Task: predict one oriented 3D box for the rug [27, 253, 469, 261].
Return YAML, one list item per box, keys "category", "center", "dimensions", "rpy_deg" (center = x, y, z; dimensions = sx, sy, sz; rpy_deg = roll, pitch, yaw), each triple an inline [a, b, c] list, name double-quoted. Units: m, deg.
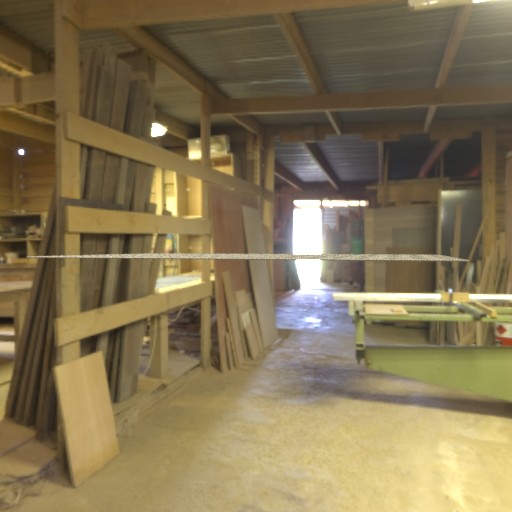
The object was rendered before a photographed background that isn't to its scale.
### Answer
- category: "rug"
  center: [0.000, 0.000, 3.022]
  dimensions: [2.438, 0.008, 1.523]
  rpy_deg: [0, 1, 18]
